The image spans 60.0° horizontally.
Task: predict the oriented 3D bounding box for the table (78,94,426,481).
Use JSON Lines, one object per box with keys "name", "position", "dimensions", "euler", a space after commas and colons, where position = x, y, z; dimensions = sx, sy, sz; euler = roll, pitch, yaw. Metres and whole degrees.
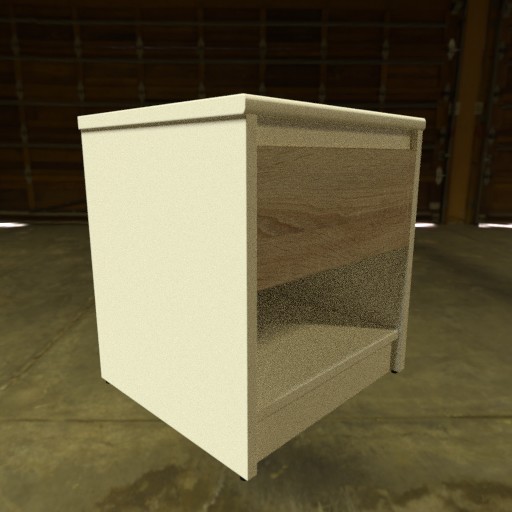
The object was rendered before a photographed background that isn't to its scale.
{"name": "table", "position": [0.000, 0.000, 0.769], "dimensions": [0.380, 0.460, 0.420], "euler": [12, 17, 43]}
